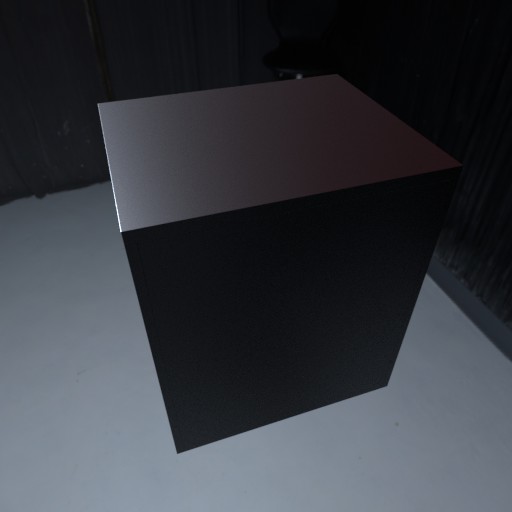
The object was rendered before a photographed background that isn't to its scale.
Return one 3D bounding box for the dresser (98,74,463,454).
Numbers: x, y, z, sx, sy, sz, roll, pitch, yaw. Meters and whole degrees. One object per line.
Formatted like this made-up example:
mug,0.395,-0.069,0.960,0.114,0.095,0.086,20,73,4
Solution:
dresser,0.000,0.000,0.762,0.400,0.470,0.360,-13,43,-14
